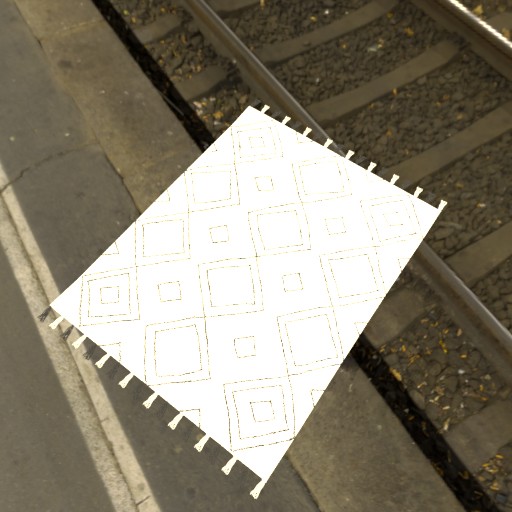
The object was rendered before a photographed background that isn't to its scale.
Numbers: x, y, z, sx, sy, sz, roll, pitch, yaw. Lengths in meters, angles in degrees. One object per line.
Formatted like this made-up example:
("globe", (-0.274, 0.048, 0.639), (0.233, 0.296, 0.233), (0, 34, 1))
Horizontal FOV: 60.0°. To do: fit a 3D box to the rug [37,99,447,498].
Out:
("rug", (0.000, 0.000, 4.108), (2.342, 0.026, 3.221), (33, 68, 15))
